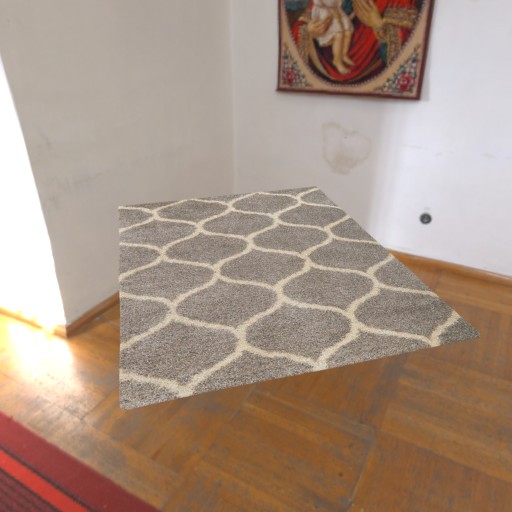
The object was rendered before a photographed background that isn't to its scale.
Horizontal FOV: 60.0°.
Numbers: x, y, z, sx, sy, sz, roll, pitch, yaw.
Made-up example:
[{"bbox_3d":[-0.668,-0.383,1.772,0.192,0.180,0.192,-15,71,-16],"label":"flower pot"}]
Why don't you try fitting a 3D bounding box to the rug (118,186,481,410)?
[{"bbox_3d":[0.000,0.000,4.011,2.399,0.026,3.000,-8,30,-13],"label":"rug"}]
